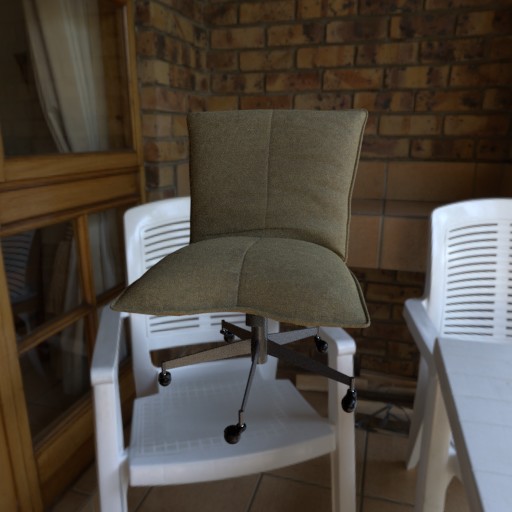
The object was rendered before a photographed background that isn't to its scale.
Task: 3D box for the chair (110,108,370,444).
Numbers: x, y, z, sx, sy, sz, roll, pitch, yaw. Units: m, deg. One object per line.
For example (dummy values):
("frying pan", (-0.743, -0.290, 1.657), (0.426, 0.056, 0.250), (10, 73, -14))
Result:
("chair", (0.000, 0.000, 1.240), (0.597, 0.811, 0.696), (3, 16, 10))
